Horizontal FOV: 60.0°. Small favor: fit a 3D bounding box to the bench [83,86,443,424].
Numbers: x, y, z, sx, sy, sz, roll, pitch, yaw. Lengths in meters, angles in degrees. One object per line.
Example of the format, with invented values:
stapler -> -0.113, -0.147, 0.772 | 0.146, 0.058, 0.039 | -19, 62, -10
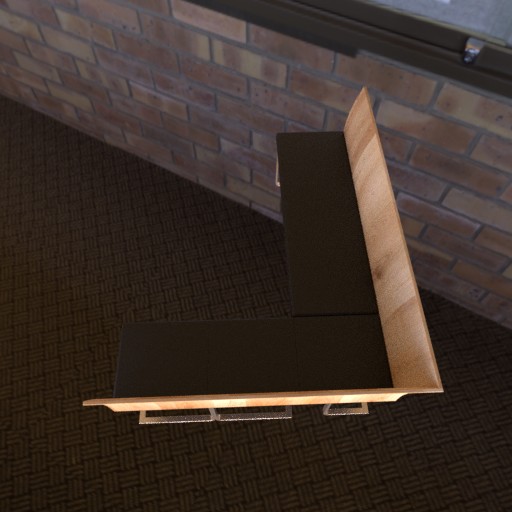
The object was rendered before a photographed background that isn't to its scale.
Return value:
bench -> 0.000, 0.000, 2.736 | 1.495, 0.930, 1.945 | -2, 59, -1
